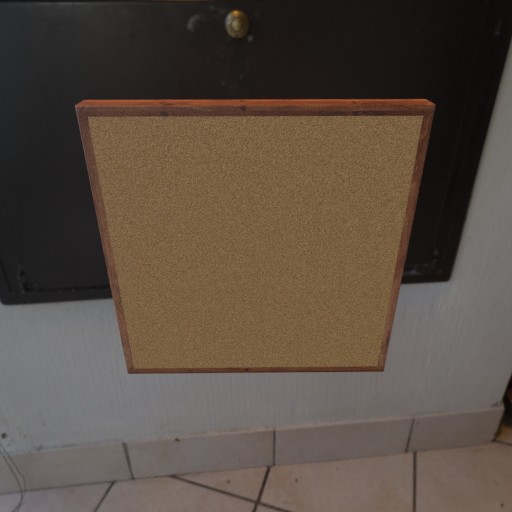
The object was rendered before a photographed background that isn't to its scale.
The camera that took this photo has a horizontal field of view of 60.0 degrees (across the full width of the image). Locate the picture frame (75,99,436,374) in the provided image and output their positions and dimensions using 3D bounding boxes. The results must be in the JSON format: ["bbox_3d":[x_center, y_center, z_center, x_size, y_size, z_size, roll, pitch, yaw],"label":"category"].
[{"bbox_3d":[0.000,0.000,0.532,0.352,0.356,0.028,0,30,-1],"label":"picture frame"}]
